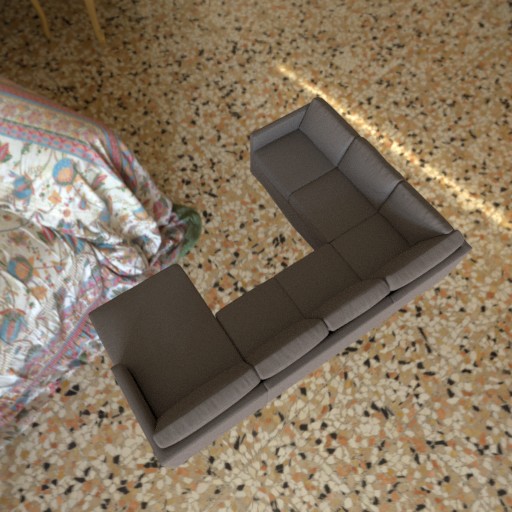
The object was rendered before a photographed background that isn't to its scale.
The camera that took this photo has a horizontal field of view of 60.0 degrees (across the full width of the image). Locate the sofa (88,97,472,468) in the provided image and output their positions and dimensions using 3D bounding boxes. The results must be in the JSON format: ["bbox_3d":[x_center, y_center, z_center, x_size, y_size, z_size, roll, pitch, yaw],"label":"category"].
[{"bbox_3d":[0.000,0.000,4.529,3.460,0.882,2.427,-31,67,-15],"label":"sofa"}]
